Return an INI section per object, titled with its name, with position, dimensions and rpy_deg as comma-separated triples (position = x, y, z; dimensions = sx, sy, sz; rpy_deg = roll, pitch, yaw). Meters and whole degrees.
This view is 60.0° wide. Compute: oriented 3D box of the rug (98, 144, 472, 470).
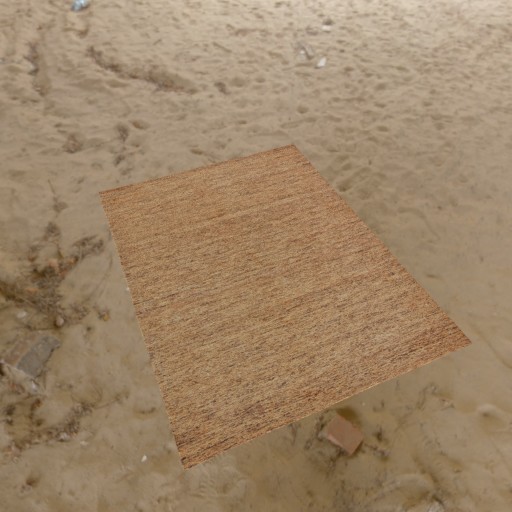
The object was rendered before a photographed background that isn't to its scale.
[rug]
position = 0.000, 0.000, 4.271
dimensions = 2.438, 0.012, 3.200
rpy_deg = -18, 49, -16
